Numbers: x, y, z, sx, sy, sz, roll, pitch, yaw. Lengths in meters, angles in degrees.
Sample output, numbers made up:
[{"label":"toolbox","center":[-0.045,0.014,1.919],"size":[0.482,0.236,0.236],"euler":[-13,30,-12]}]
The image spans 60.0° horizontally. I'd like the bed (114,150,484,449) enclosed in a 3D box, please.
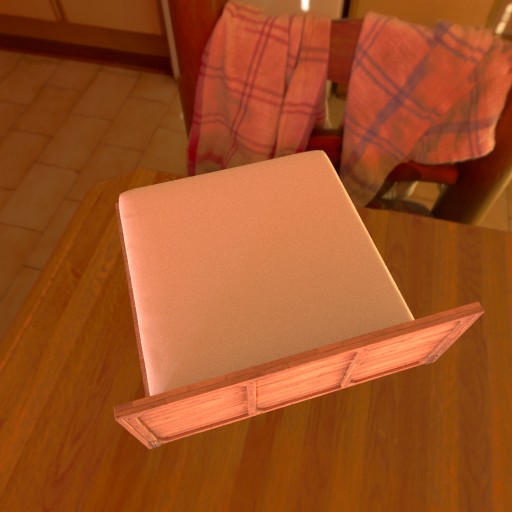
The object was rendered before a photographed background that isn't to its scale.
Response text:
[{"label":"bed","center":[0.000,0.000,3.413],"size":[2.116,1.100,2.167],"euler":[-14,58,-9]}]
